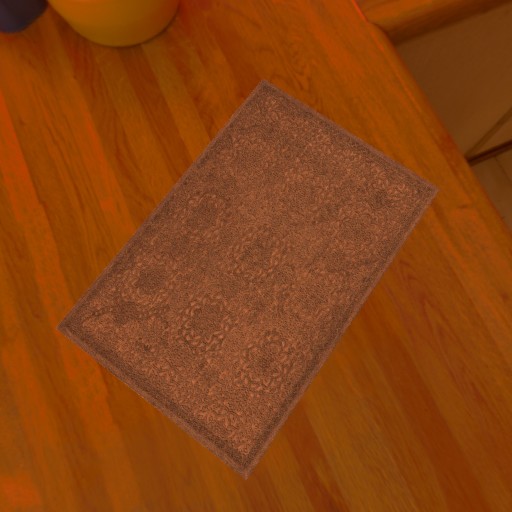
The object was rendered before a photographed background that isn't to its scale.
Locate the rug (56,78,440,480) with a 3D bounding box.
[{"bbox_3d":[0.000,0.000,2.364,1.208,0.012,1.819,35,78,9],"label":"rug"}]
